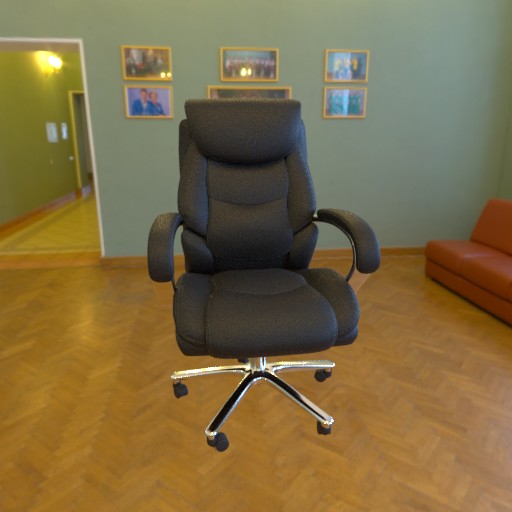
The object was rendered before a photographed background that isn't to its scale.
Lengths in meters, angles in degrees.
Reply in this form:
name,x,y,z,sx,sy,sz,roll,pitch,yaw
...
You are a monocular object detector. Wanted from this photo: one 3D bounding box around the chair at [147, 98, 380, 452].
name,x,y,z,sx,sy,sz,roll,pitch,yaw
chair,0.000,0.000,1.685,0.755,1.183,0.790,-2,16,-8
